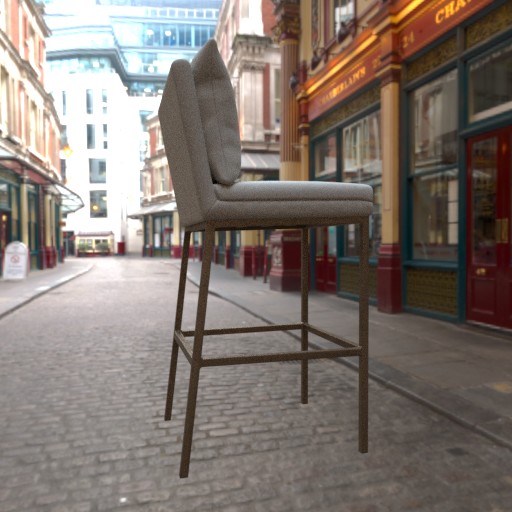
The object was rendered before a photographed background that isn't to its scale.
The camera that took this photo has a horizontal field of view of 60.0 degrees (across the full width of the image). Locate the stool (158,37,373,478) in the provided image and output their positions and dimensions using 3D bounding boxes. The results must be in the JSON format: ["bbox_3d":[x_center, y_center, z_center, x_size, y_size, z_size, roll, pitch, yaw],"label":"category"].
[{"bbox_3d":[0.000,0.000,1.392,0.572,1.125,0.463,0,1,-17],"label":"stool"}]
